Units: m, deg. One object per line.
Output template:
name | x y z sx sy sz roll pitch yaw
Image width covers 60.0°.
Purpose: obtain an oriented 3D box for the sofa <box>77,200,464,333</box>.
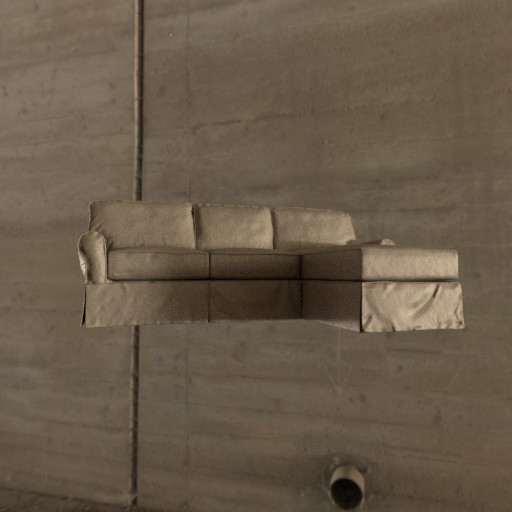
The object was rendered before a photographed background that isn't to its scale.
sofa | 0.000 0.000 3.291 2.475 0.978 1.733 1 -2 -18
